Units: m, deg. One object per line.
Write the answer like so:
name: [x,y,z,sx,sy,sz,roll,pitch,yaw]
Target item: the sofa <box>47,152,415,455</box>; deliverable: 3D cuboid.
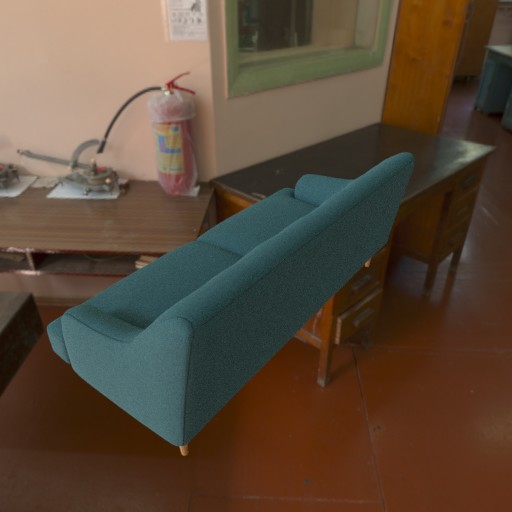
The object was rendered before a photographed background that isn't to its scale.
sofa: [0.000,0.000,2.486,0.978,0.871,2.057,22,38,31]
